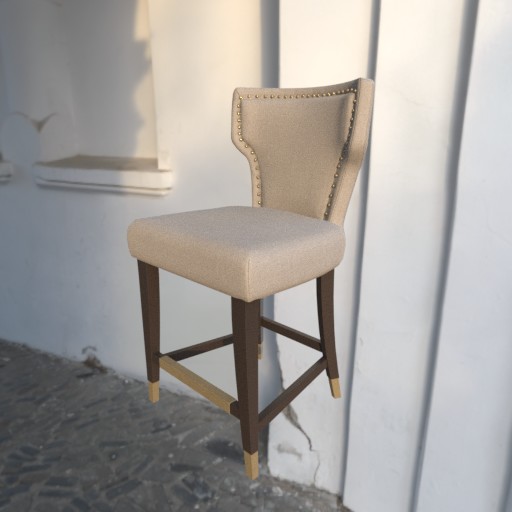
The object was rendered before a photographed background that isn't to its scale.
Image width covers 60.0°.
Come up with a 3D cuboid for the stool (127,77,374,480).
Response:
[{"bbox_3d":[0.000,0.000,1.319,0.563,0.982,0.527,-16,23,-42],"label":"stool"}]
